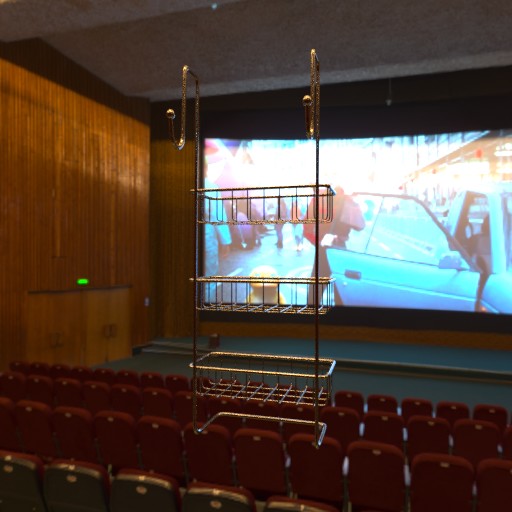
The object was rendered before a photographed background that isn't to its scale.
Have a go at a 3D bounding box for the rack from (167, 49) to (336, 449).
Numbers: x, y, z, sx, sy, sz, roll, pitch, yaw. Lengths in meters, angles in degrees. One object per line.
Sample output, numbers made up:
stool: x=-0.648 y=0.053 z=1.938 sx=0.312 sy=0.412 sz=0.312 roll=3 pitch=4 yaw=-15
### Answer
rack: x=0.000 y=0.000 z=0.684 sx=0.228 sy=0.574 sz=0.202 roll=0 pitch=0 yaw=16
